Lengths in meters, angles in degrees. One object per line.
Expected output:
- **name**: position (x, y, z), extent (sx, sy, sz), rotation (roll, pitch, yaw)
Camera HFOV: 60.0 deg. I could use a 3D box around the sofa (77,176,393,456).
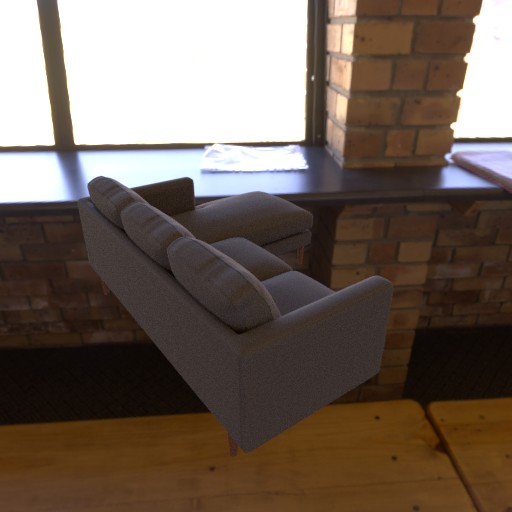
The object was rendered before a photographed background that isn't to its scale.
- **sofa**: position (0.000, 0.000, 2.852), extent (1.591, 0.897, 2.031), rotation (-19, 33, -31)
